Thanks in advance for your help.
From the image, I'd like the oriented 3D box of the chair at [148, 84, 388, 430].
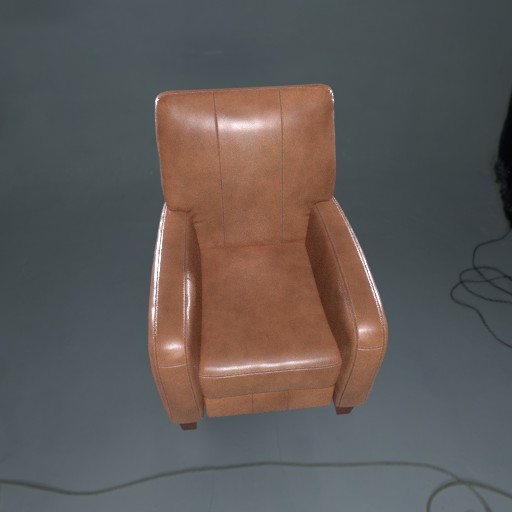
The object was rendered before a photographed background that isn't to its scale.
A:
[{"bbox_3d":[0.000,0.000,1.688,0.762,0.990,0.990,-4,45,-4],"label":"chair"}]
